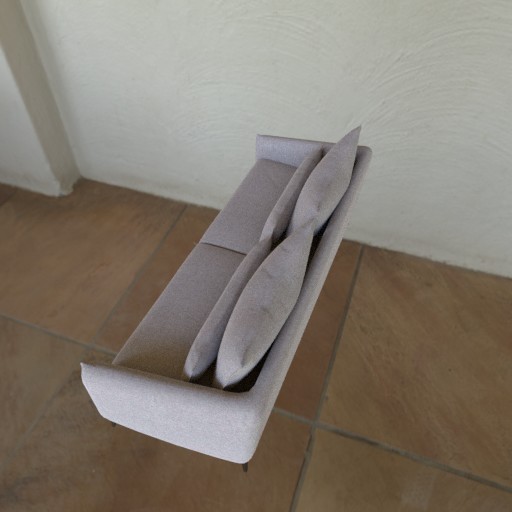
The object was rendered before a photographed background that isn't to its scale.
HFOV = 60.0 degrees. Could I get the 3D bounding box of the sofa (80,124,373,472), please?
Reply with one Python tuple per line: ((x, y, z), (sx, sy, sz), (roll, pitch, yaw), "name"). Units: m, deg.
((0.000, 0.000, 2.434), (0.809, 0.833, 2.022), (17, 49, 15), "sofa")
